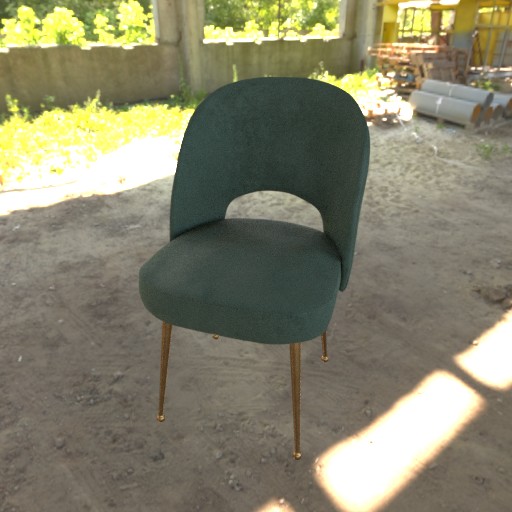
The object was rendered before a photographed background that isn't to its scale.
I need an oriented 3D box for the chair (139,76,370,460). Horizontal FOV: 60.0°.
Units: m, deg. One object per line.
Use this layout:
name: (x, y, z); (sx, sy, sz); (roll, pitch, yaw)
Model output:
chair: (0.000, 0.000, 1.205); (0.527, 0.860, 0.577); (8, 28, 16)
